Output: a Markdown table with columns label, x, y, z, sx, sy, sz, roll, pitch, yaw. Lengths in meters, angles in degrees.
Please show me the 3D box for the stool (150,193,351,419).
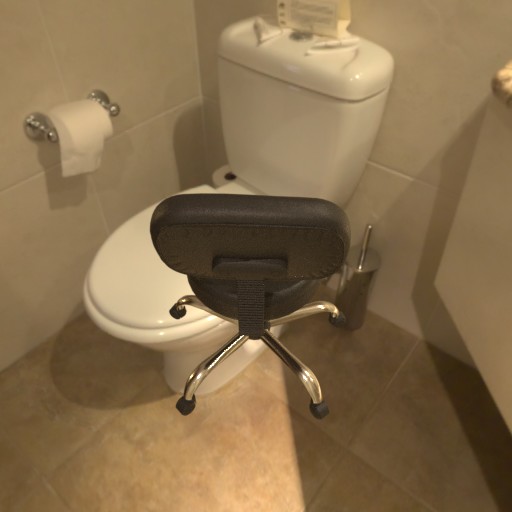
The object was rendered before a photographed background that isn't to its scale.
| label | x | y | z | sx | sy | sz | roll | pitch | yaw |
| --- | --- | --- | --- | --- | --- | --- | --- | --- | --- |
| stool | 0.000 | 0.000 | 1.335 | 0.673 | 0.862 | 0.648 | 2 | 45 | 2 |
